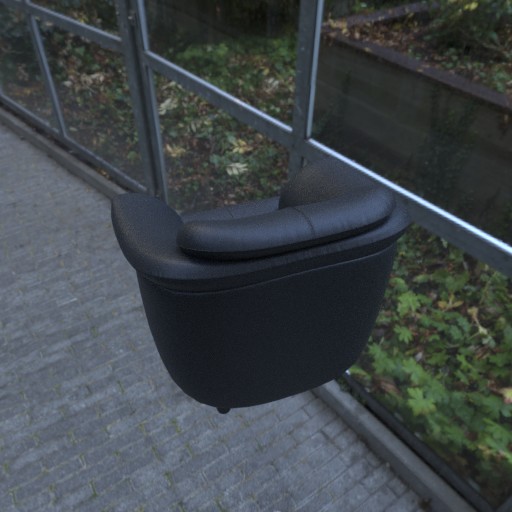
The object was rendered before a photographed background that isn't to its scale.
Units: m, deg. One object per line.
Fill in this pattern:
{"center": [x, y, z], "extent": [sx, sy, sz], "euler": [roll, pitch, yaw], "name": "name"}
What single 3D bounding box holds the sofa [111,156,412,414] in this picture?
{"center": [0.000, 0.000, 1.510], "extent": [0.870, 0.811, 0.794], "euler": [-13, 43, -14], "name": "sofa"}
